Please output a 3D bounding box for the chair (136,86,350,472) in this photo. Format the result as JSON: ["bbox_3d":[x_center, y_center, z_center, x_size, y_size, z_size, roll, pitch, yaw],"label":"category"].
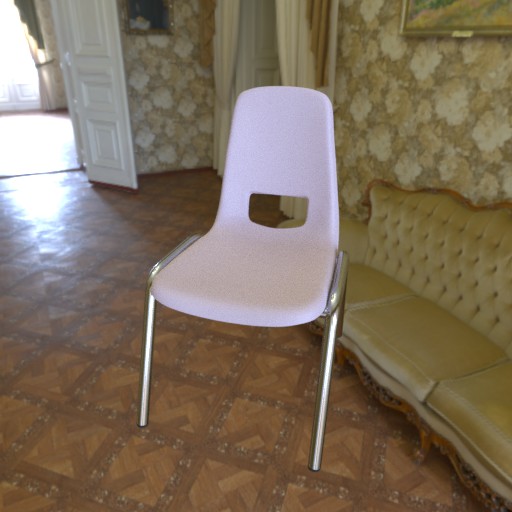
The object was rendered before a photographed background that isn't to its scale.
[{"bbox_3d":[0.000,0.000,0.855,0.354,0.586,0.423,7,26,15],"label":"chair"}]
